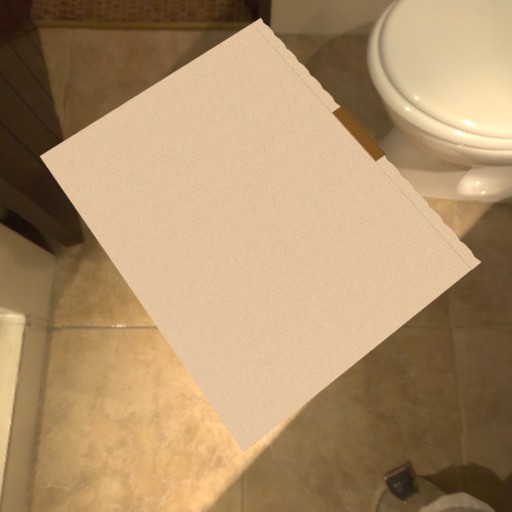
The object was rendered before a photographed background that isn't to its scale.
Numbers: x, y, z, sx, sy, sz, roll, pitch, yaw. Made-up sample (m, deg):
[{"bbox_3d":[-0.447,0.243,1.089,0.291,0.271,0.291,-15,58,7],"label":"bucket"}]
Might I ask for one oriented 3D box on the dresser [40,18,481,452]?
[{"bbox_3d":[0.000,0.000,0.904,0.414,0.568,0.503,-36,78,-9],"label":"dresser"}]
